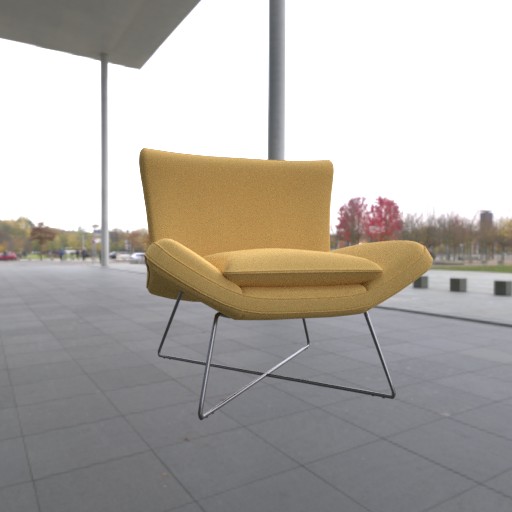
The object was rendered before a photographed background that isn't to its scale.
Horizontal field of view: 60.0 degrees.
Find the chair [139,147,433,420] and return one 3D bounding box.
[{"bbox_3d":[0.000,0.000,1.682,0.859,0.855,1.008,0,1,-17],"label":"chair"}]
